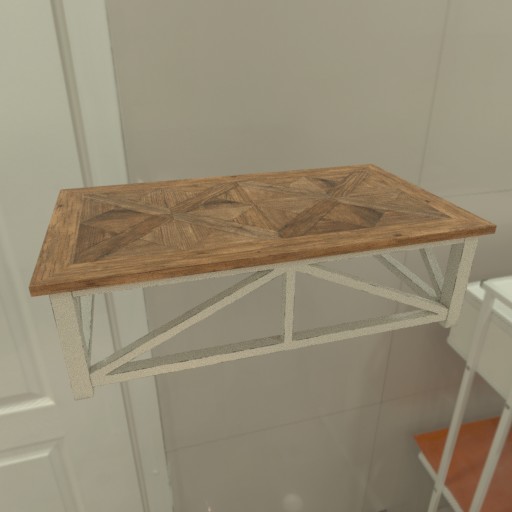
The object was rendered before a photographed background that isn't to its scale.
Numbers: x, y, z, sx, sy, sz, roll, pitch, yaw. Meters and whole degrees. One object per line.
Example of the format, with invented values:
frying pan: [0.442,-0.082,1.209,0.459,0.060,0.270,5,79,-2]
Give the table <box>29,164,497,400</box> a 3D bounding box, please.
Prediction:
table: [0.000,0.000,1.700,1.400,0.410,0.800,-7,27,-15]
